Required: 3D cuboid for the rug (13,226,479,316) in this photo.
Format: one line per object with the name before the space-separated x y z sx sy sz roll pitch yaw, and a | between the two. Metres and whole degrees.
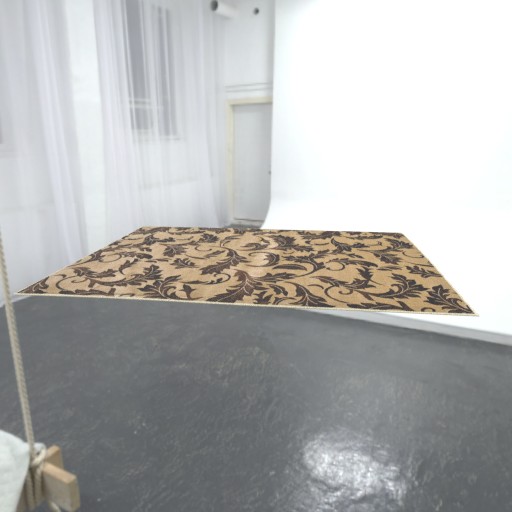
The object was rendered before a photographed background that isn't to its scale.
rug | 0.000 0.000 3.915 2.977 0.008 2.380 2 15 7
